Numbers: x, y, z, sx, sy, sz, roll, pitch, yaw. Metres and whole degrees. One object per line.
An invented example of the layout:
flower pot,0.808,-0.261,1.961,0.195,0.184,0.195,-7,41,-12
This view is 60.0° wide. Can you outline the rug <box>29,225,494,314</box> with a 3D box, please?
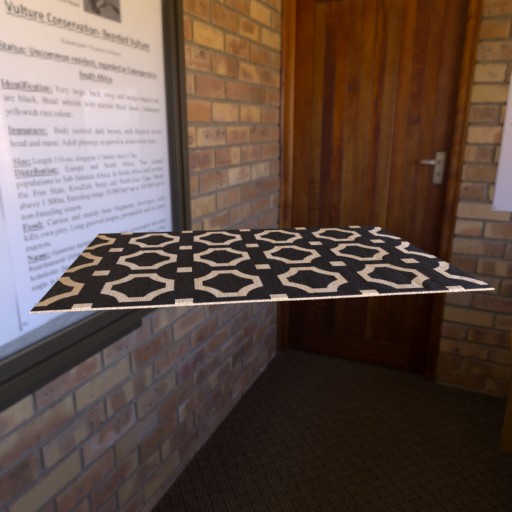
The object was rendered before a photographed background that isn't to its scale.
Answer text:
rug,0.000,0.000,2.890,2.286,0.016,1.555,-2,16,-8
